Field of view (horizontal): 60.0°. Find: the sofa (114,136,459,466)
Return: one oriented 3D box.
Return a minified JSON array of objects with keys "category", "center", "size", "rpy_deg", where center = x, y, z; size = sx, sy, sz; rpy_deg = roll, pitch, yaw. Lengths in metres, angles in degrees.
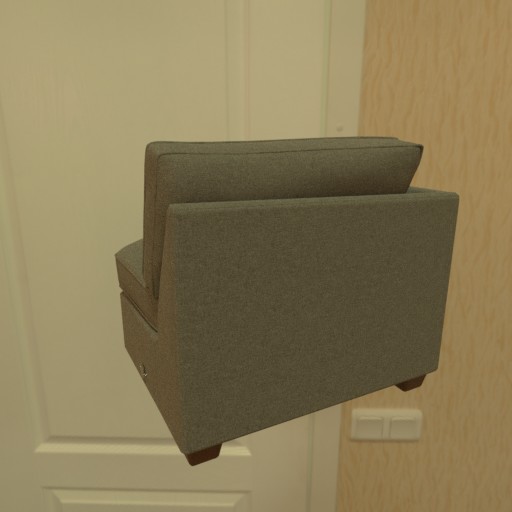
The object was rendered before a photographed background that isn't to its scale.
[{"category":"sofa","center":[0.000,0.000,1.809],"size":[1.042,0.951,1.050],"rpy_deg":[-8,18,-26]}]
